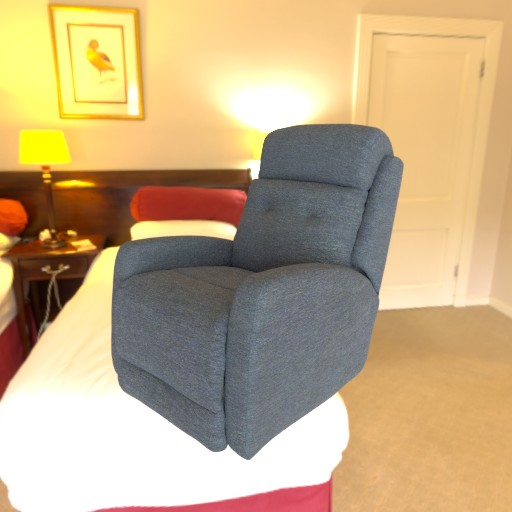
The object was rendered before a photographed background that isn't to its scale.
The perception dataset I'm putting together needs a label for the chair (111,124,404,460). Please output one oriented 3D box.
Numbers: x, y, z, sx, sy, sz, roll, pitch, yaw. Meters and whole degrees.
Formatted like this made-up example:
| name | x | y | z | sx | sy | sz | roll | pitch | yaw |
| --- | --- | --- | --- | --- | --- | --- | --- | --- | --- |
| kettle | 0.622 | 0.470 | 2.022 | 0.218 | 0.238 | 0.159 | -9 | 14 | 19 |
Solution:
| name | x | y | z | sx | sy | sz | roll | pitch | yaw |
| --- | --- | --- | --- | --- | --- | --- | --- | --- | --- |
| chair | 0.000 | 0.000 | 1.759 | 0.798 | 1.013 | 1.043 | 14 | 21 | 41 |
